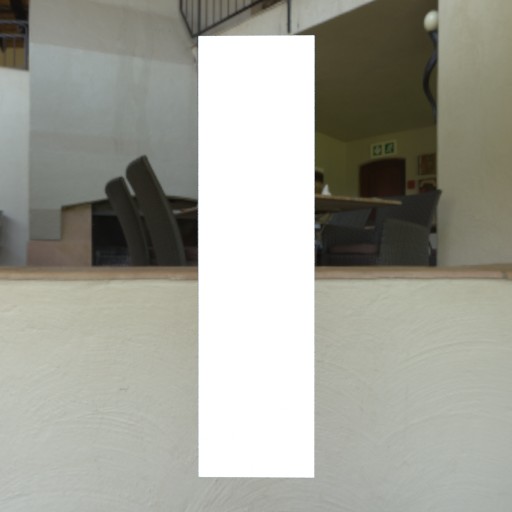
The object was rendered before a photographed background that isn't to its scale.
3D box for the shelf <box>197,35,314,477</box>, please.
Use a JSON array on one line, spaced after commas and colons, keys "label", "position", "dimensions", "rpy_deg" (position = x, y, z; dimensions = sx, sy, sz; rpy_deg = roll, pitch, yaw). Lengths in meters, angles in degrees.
[{"label": "shelf", "position": [0.000, 0.000, 2.625], "dimensions": [0.500, 1.820, 1.600], "rpy_deg": [0, 0, 1]}]
